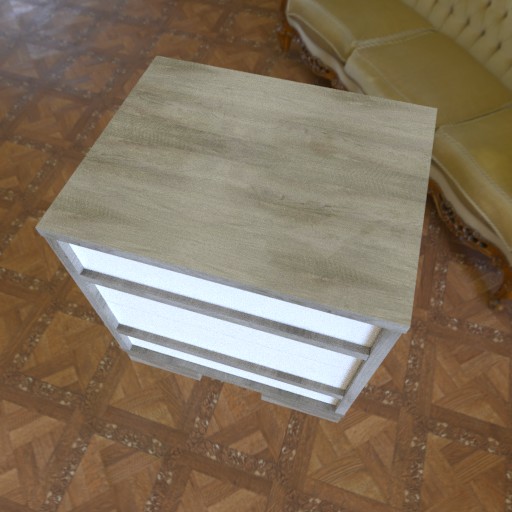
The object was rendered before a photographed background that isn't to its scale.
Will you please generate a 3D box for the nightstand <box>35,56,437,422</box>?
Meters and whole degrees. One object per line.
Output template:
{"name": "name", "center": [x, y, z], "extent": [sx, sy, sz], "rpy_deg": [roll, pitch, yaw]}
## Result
{"name": "nightstand", "center": [0.000, 0.000, 0.753], "extent": [0.427, 0.448, 0.347], "rpy_deg": [14, 59, 9]}
